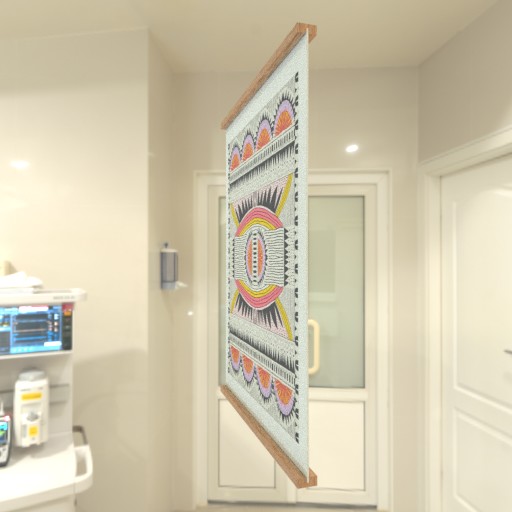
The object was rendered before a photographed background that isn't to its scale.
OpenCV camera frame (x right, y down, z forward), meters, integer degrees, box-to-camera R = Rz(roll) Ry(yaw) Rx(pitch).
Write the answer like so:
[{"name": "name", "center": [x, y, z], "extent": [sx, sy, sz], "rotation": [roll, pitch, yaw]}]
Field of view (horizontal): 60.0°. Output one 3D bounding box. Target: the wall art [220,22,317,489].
[{"name": "wall art", "center": [0.000, 0.000, 0.799], "extent": [0.028, 0.609, 0.456], "rotation": [0, -1, -17]}]
